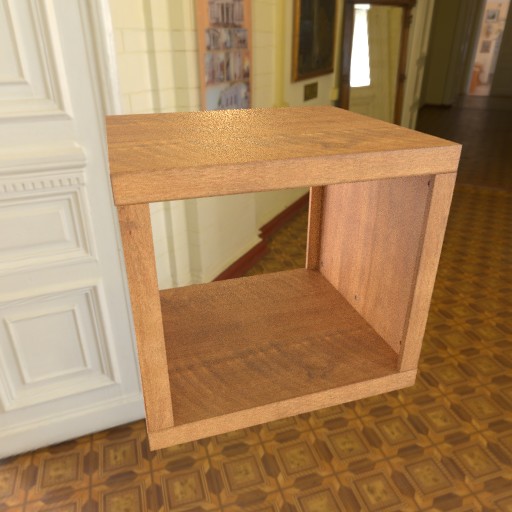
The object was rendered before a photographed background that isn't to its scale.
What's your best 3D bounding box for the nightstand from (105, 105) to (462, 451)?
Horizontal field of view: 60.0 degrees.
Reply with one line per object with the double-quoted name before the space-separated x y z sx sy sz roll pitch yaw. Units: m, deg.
"nightstand" 0.000 0.000 0.868 0.493 0.491 0.436 -8 27 -16
